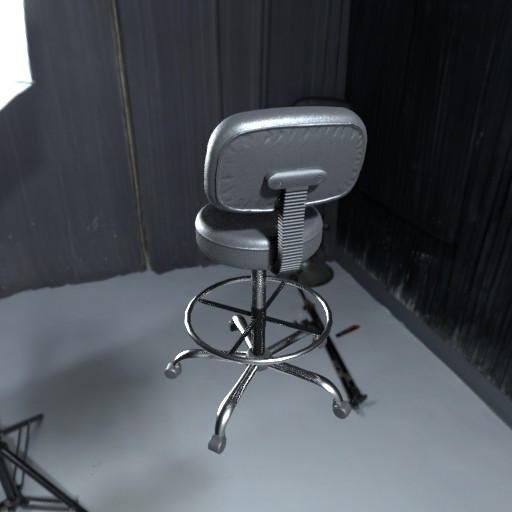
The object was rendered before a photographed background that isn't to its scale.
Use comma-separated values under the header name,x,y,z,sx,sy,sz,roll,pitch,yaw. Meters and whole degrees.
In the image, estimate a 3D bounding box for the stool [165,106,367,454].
name,x,y,z,sx,sy,sz,roll,pitch,yaw
stool,0.000,0.000,1.518,0.694,1.069,0.658,-9,29,-16
